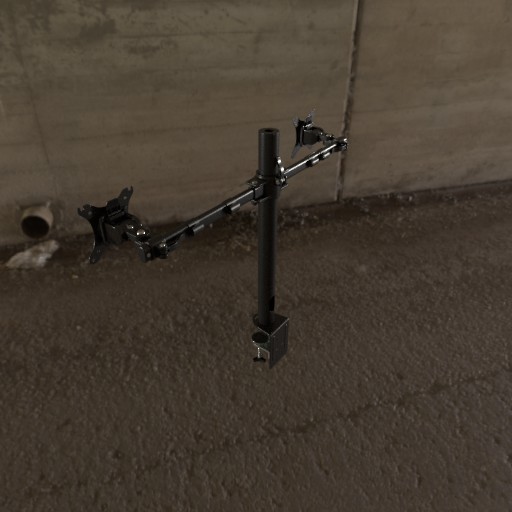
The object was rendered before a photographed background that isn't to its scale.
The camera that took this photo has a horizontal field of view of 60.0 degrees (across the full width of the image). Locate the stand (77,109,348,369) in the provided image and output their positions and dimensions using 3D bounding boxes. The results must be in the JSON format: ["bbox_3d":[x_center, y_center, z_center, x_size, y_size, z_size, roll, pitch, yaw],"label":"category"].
[{"bbox_3d":[0.000,0.000,1.042,0.150,0.603,0.743,21,38,30],"label":"stand"}]
